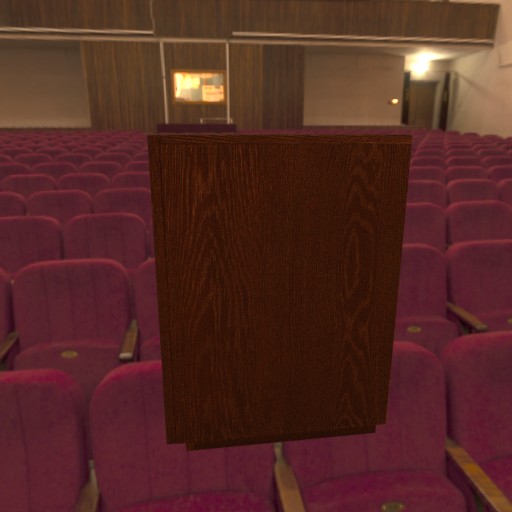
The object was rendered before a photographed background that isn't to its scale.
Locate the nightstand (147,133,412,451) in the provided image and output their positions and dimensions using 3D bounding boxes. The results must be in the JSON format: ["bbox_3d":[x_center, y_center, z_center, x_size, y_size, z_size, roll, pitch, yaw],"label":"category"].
[{"bbox_3d":[0.000,0.000,1.152,0.457,0.612,0.775,-2,16,-8],"label":"nightstand"}]
